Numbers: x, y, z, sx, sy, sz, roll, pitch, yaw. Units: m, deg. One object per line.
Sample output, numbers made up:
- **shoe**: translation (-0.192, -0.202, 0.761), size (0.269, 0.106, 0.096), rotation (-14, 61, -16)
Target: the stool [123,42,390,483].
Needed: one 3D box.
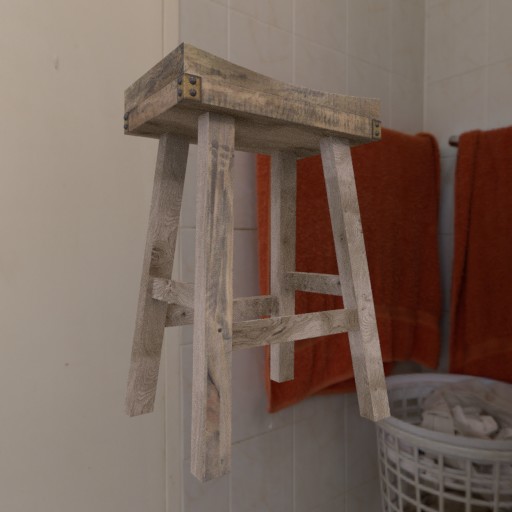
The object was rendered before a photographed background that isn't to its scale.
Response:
- **stool**: translation (0.000, 0.000, 0.882), size (0.450, 0.635, 0.330), rotation (-1, 2, -36)
